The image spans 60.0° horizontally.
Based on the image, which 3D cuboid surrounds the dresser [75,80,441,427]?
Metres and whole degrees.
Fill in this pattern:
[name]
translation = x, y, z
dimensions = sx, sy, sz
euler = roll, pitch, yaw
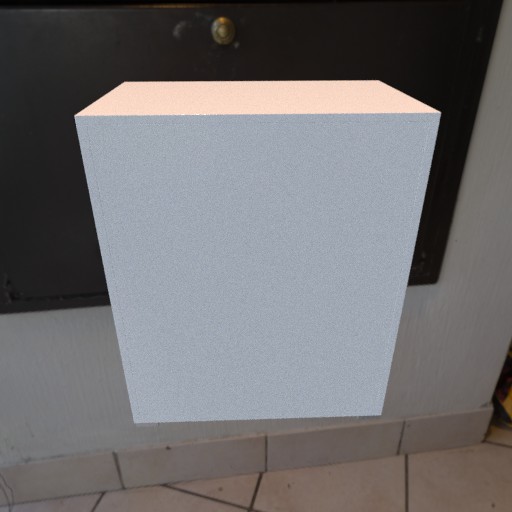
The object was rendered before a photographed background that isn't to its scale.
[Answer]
[dresser]
translation = 0.000, 0.000, 1.154
dimensions = 0.650, 0.800, 0.400
euler = -1, 29, -2
